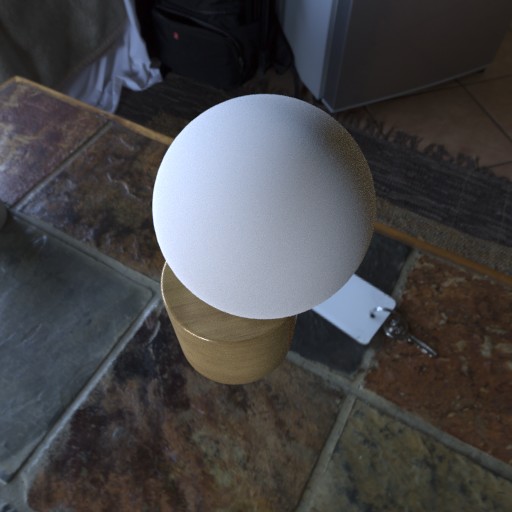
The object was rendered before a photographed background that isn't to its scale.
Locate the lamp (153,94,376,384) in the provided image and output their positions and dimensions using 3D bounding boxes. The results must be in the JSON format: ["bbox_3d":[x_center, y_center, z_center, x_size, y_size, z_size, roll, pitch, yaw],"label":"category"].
[{"bbox_3d":[0.000,0.000,0.334,0.152,0.250,0.141,-13,59,-8],"label":"lamp"}]
